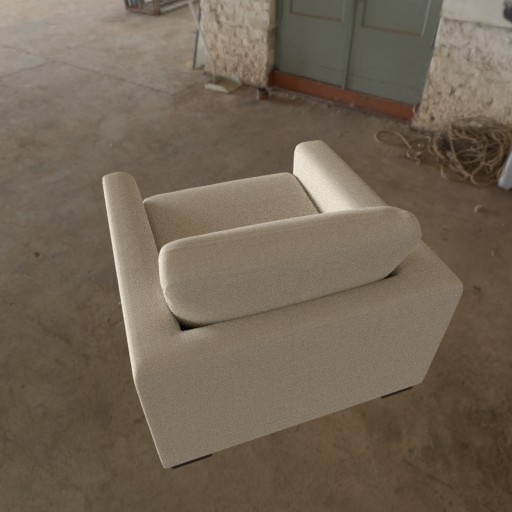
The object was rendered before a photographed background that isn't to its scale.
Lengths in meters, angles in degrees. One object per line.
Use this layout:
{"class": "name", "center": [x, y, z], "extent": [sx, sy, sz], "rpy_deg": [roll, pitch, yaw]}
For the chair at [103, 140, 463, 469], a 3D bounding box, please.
{"class": "chair", "center": [0.000, 0.000, 1.803], "extent": [1.070, 0.876, 1.100], "rpy_deg": [-13, 43, -14]}
